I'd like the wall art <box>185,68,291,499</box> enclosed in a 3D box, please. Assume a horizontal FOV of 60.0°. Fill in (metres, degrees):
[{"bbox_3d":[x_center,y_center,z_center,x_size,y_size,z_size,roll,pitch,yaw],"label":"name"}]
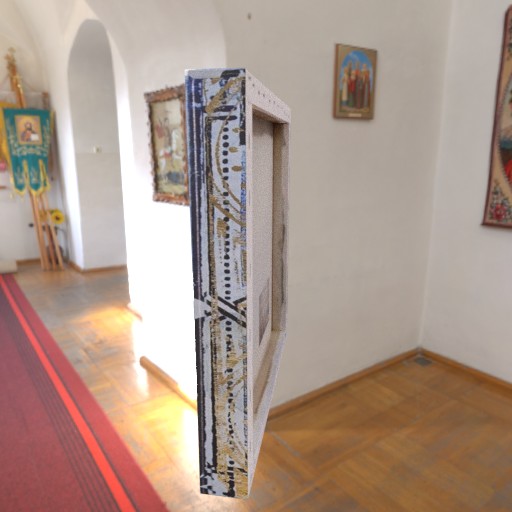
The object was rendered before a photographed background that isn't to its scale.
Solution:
[{"bbox_3d":[0.000,0.000,0.446,0.038,0.306,0.302,2,14,9],"label":"wall art"}]
